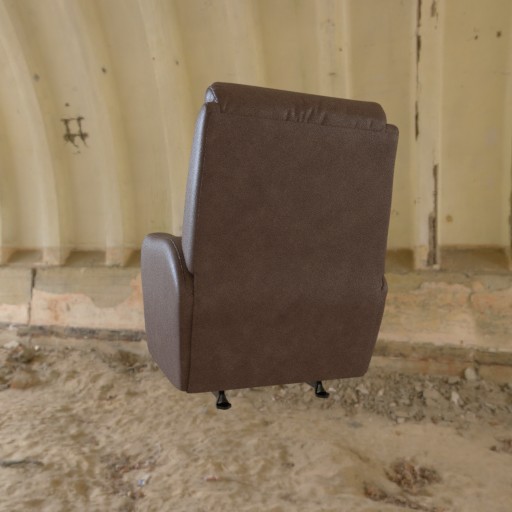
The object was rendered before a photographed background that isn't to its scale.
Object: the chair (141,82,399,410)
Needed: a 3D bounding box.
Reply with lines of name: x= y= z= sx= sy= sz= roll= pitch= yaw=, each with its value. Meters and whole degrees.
chair: x=0.000 y=0.000 z=1.855 sx=0.865 sy=1.067 sz=1.067 roll=0 pitch=-1 yaw=-20
